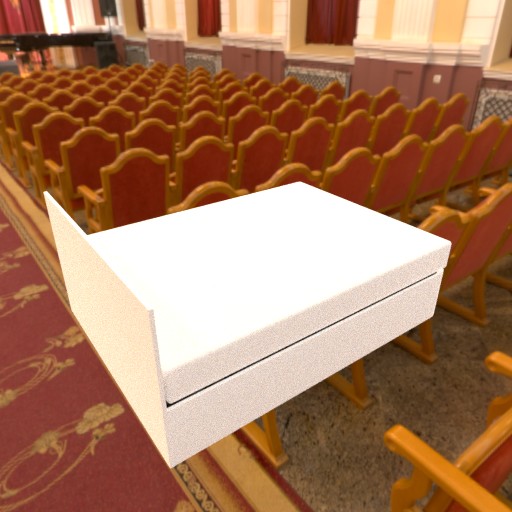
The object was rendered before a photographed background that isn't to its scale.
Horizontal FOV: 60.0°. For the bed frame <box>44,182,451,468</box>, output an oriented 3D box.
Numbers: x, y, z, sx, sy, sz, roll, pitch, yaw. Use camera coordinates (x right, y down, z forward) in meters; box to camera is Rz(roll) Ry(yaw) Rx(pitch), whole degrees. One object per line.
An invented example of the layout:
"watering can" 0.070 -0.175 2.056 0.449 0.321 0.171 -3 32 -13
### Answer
"bed frame" 0.000 0.000 2.644 1.900 0.800 1.400 -19 34 -31
